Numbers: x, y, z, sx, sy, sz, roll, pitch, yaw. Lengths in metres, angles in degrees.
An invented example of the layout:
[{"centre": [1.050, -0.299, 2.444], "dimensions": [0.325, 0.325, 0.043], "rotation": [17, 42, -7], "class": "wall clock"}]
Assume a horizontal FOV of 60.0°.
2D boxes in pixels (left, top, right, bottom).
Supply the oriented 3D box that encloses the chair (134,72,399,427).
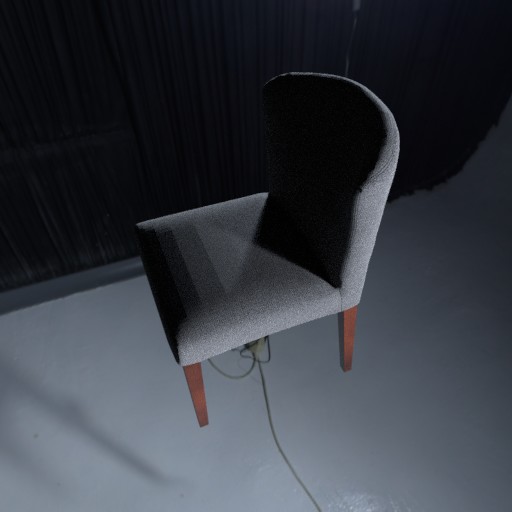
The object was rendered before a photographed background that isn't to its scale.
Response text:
[{"centre": [0.000, 0.000, 1.222], "dimensions": [0.589, 0.839, 0.491], "rotation": [-16, 48, -15], "class": "chair"}]
